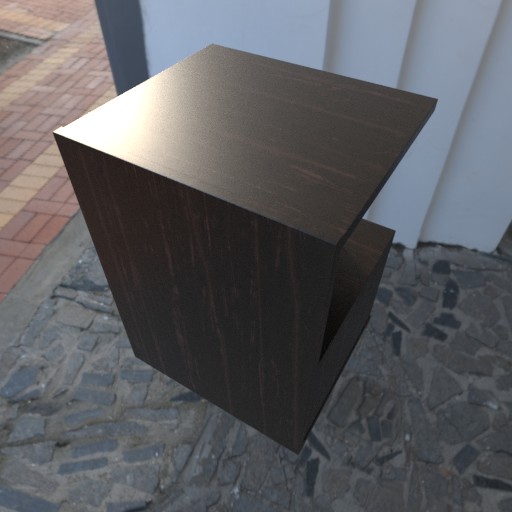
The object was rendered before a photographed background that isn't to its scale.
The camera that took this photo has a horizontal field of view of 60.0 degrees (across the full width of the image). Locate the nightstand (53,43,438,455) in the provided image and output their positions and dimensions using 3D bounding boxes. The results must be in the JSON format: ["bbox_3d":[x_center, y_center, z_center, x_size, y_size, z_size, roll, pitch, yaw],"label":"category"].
[{"bbox_3d":[0.000,0.000,0.806,0.400,0.559,0.356,24,50,21],"label":"nightstand"}]
